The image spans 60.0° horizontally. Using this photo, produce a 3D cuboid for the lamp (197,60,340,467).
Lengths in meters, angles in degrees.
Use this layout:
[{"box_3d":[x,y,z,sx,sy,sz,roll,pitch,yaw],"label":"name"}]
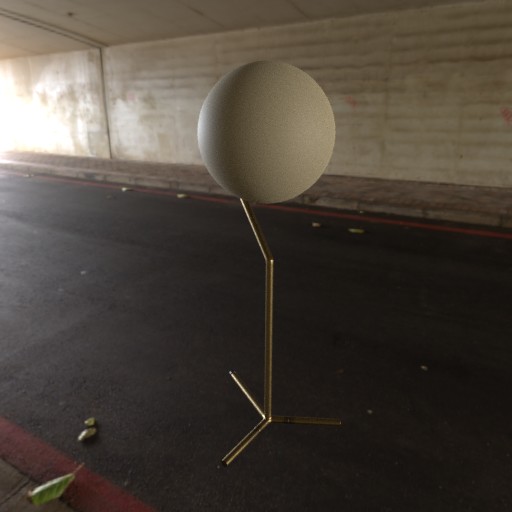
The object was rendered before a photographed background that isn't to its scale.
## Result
[{"box_3d":[0.000,0.000,0.689,0.210,0.552,0.251,-8,20,-24],"label":"lamp"}]
